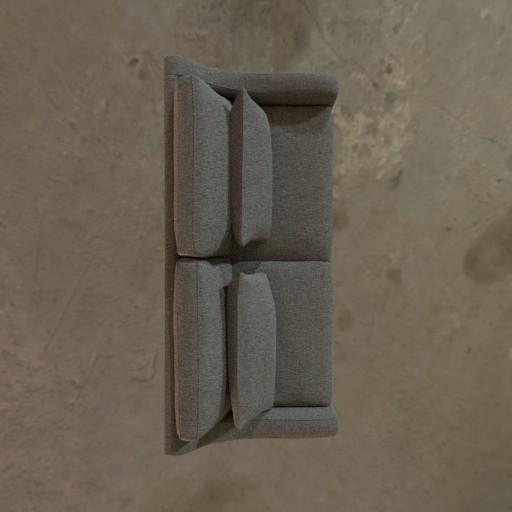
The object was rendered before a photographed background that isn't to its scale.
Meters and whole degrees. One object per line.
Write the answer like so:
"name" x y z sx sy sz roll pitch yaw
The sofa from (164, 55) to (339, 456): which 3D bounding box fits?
"sofa" 0.000 0.000 2.983 1.103 0.998 2.418 0 90 0
